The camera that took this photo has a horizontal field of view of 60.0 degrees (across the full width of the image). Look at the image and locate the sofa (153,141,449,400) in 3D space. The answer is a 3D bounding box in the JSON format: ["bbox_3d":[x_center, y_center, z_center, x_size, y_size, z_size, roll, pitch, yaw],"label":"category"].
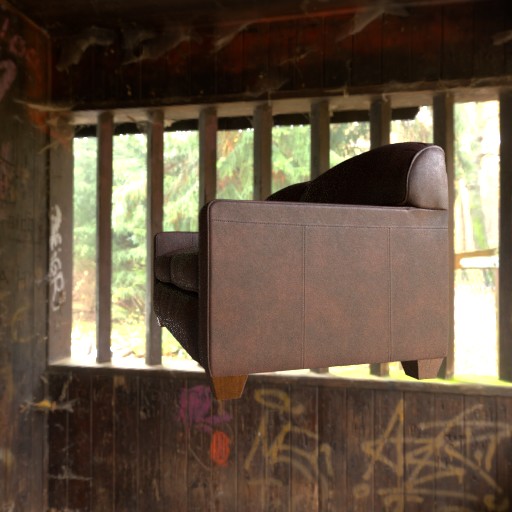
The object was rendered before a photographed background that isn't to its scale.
[{"bbox_3d":[0.000,0.000,2.418,1.000,0.966,1.856,0,-1,-18],"label":"sofa"}]
